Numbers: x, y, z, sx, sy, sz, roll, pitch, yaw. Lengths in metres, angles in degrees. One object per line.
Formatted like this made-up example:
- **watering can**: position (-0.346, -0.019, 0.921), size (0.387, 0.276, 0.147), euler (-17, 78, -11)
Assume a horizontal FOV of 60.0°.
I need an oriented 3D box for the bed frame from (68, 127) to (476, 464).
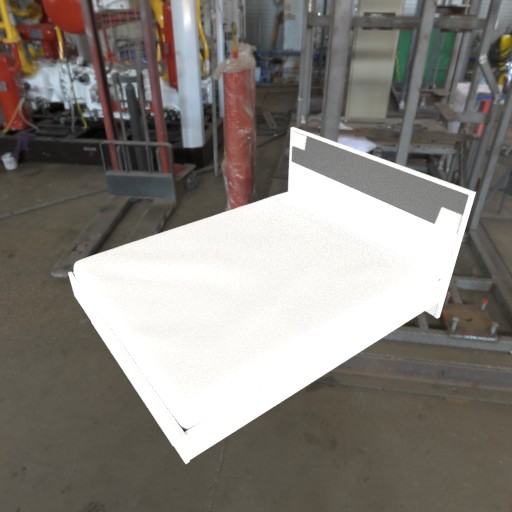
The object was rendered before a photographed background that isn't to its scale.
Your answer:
- **bed frame**: position (0.000, 0.000, 3.042), size (2.100, 1.001, 1.711), euler (-22, 39, -30)
